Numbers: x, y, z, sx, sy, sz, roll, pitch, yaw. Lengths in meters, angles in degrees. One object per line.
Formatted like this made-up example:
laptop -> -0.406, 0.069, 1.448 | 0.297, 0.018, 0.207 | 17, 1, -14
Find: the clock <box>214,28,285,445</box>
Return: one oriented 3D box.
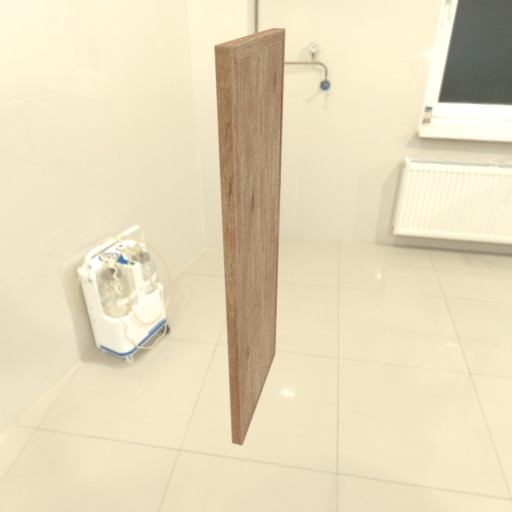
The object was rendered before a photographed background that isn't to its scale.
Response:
clock -> 0.000, 0.000, 1.079 | 0.030, 0.965, 0.361 | 9, 32, 14
